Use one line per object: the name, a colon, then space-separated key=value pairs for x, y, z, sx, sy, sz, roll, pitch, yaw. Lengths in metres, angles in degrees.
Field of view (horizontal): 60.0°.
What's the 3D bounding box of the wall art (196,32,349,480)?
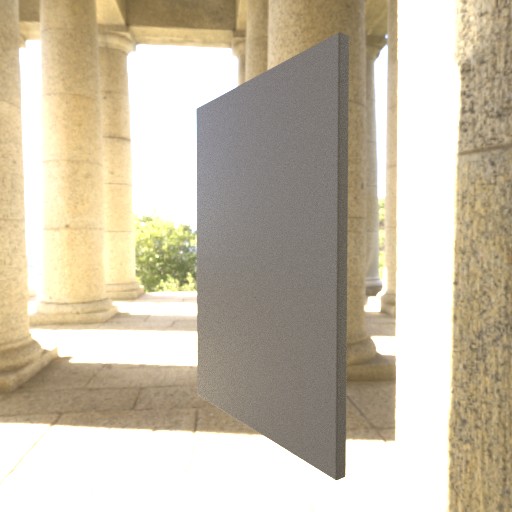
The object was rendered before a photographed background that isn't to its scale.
wall art: x=0.000 y=0.000 z=1.036 sx=0.026 sy=0.813 sz=0.556 roll=-1 pitch=2 yaw=-35
